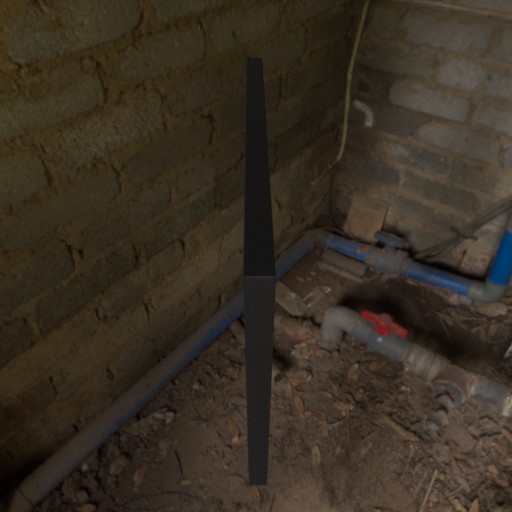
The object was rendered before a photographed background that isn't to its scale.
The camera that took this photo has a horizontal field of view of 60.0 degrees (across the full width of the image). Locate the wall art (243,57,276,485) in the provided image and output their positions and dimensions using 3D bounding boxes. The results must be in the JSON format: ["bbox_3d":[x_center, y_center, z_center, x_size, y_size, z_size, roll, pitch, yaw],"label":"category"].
[{"bbox_3d":[0.000,0.000,0.743,0.029,0.458,0.559,0,42,0],"label":"wall art"}]
